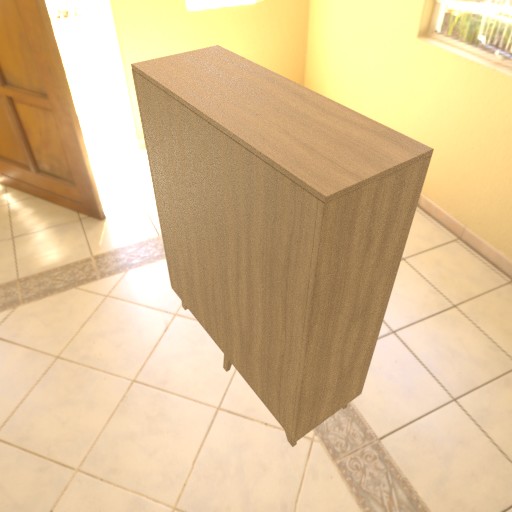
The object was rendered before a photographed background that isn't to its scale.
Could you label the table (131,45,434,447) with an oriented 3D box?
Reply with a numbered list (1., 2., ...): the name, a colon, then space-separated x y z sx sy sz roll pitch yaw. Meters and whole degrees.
1. table: 0.000 0.000 1.920 0.398 1.388 1.111 -26 48 -26
